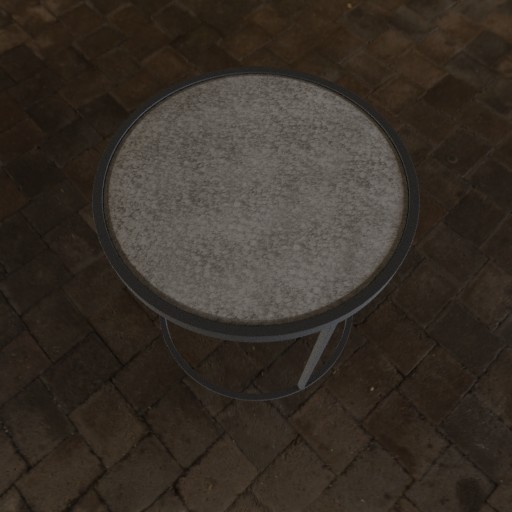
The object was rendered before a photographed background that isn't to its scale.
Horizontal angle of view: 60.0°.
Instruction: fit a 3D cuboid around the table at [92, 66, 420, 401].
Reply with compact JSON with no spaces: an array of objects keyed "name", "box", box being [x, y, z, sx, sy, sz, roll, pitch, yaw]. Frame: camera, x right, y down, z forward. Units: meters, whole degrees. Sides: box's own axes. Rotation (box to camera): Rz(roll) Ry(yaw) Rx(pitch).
[{"name":"table","box":[0.000,0.000,0.867,0.470,0.498,0.470,0,63,0]}]
